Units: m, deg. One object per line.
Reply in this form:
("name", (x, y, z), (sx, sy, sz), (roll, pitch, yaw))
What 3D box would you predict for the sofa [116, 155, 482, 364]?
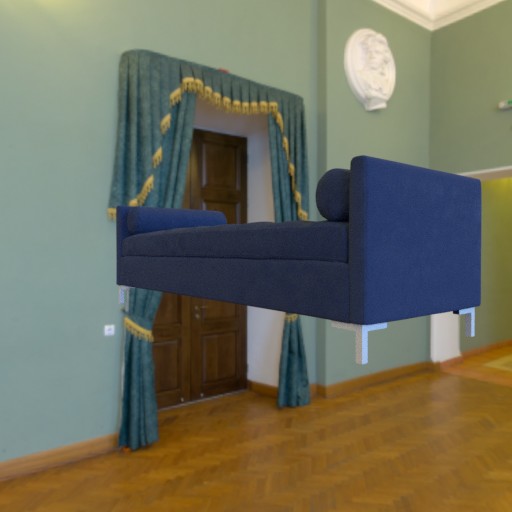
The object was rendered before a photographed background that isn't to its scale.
("sofa", (0.000, 0.000, 2.422), (0.797, 0.657, 2.102), (-1, 1, -38))
